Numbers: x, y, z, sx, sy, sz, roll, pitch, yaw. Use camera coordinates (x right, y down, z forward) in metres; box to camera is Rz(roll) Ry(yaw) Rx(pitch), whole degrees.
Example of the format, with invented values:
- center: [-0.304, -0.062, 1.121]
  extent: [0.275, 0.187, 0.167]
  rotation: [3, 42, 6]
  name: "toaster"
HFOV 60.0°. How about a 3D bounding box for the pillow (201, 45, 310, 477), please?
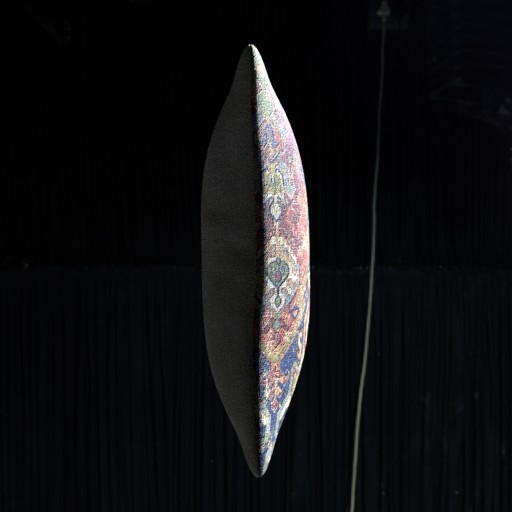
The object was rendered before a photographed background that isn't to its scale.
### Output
- center: [0.000, 0.000, 0.769]
  extent: [0.166, 0.506, 0.523]
  rotation: [0, 2, 0]
  name: "pillow"
